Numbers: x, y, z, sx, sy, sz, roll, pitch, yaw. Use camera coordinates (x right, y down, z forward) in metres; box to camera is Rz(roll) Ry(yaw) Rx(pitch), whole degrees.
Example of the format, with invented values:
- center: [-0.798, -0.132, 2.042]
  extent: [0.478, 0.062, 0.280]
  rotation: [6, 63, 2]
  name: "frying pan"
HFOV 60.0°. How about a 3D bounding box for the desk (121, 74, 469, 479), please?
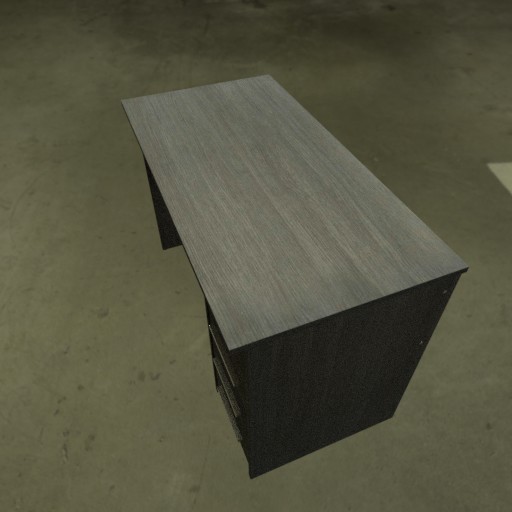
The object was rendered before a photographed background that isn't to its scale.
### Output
- center: [0.000, 0.000, 1.510]
  extent: [0.560, 0.730, 1.096]
  rotation: [-16, 47, -16]
  name: "desk"
